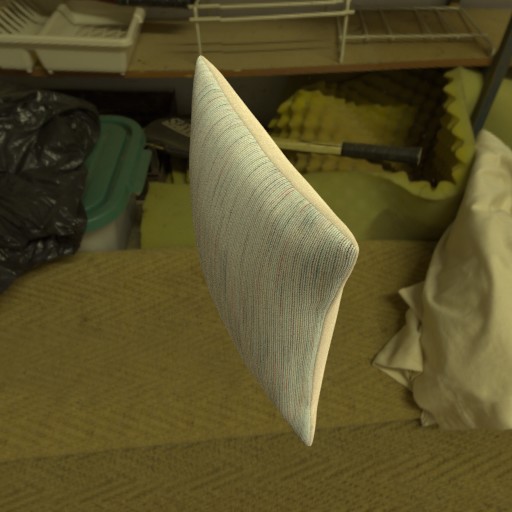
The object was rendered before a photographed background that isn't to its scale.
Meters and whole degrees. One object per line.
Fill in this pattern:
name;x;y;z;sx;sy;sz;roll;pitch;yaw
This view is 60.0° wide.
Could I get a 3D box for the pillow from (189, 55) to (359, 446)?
pillow;0.000;0.000;0.779;0.178;0.506;0.512;-17;49;-16
